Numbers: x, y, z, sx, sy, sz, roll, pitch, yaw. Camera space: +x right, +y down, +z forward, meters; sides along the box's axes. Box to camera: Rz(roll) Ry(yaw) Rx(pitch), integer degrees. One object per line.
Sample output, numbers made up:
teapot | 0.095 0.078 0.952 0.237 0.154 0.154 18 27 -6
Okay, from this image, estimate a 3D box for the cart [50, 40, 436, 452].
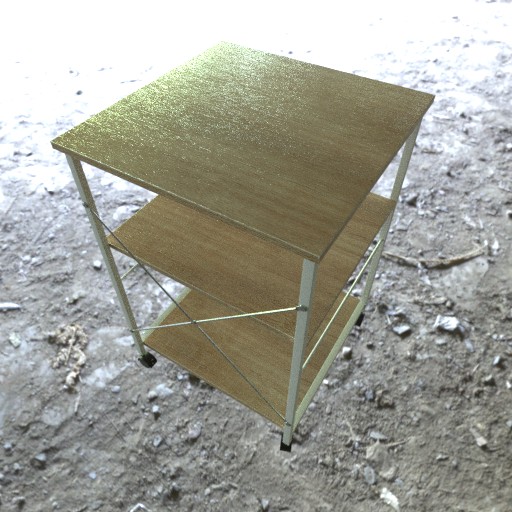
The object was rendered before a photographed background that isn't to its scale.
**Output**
cart | 0.000 0.000 1.105 0.521 0.762 0.520 24 52 21
